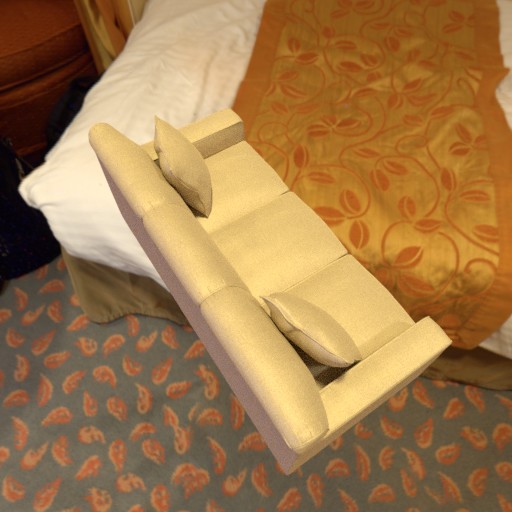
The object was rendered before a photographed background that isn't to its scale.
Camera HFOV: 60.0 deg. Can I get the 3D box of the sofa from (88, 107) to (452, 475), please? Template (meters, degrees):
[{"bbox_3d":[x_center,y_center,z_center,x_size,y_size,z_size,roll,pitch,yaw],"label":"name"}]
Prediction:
[{"bbox_3d":[0.000,0.000,2.543,0.997,0.958,2.024,-29,62,-17],"label":"sofa"}]
